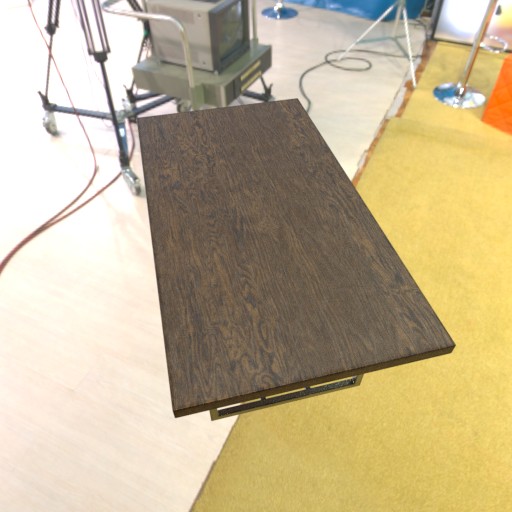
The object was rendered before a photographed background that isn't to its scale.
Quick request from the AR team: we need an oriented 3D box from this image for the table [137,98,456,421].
[{"bbox_3d":[0.000,0.000,2.543,1.078,0.795,1.989,-10,48,-9],"label":"table"}]
